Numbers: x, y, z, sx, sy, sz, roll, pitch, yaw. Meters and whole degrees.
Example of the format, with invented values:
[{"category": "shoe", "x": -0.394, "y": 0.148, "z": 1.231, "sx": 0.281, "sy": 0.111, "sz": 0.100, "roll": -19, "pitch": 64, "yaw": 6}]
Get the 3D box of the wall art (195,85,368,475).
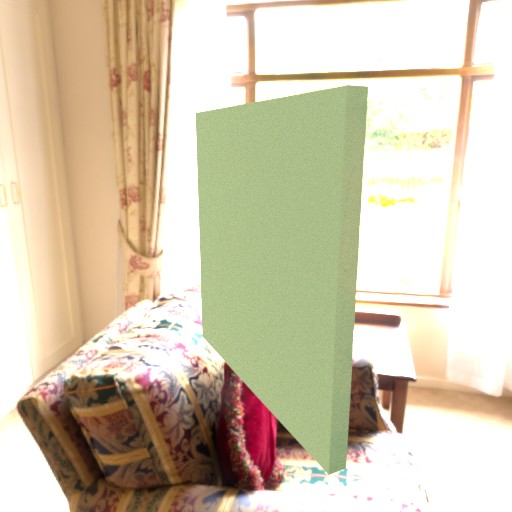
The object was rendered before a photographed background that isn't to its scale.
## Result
[{"category": "wall art", "x": 0.000, "y": 0.000, "z": 0.922, "sx": 0.036, "sy": 0.603, "sz": 0.603, "roll": -7, "pitch": 16, "yaw": -26}]
